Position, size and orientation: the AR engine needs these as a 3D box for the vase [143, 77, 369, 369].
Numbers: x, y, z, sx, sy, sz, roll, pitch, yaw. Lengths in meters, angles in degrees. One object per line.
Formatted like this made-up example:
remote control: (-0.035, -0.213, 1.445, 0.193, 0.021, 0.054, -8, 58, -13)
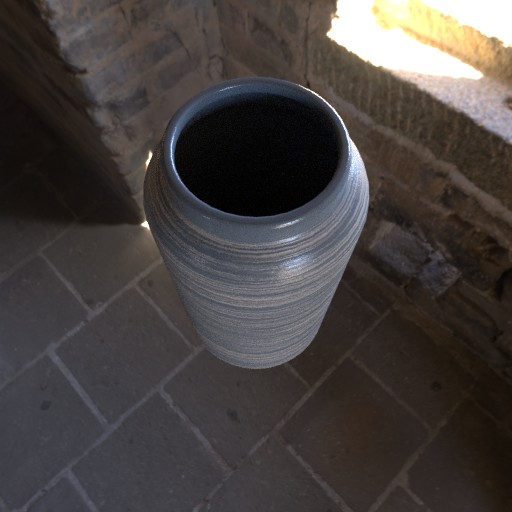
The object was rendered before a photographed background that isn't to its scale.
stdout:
vase: (0.000, 0.000, 0.302, 0.116, 0.230, 0.116, 0, 64, 0)
